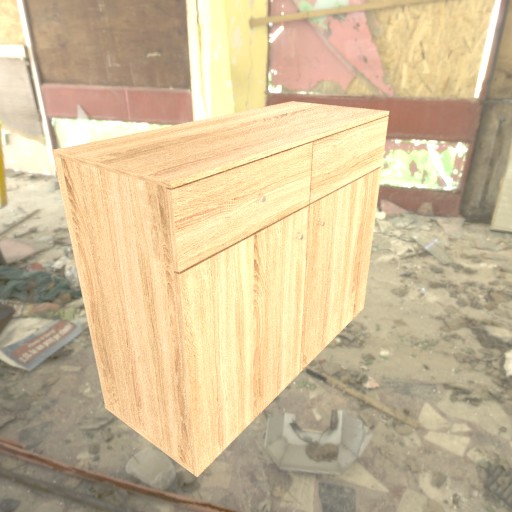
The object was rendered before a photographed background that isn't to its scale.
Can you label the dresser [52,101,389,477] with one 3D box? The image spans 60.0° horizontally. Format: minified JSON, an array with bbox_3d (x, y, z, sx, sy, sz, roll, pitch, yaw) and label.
[{"bbox_3d":[0.000,0.000,1.583,0.450,0.900,1.100,19,32,33],"label":"dresser"}]
